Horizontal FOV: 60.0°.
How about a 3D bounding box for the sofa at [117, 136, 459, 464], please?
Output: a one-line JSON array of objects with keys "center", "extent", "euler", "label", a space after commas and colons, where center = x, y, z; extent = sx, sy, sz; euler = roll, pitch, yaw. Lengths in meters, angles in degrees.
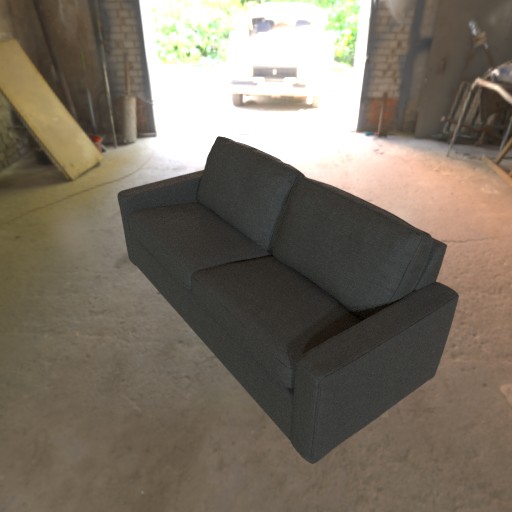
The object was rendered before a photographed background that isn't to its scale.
[{"center": [0.000, 0.000, 2.628], "extent": [0.940, 0.919, 2.080], "euler": [-21, 38, -29], "label": "sofa"}]
